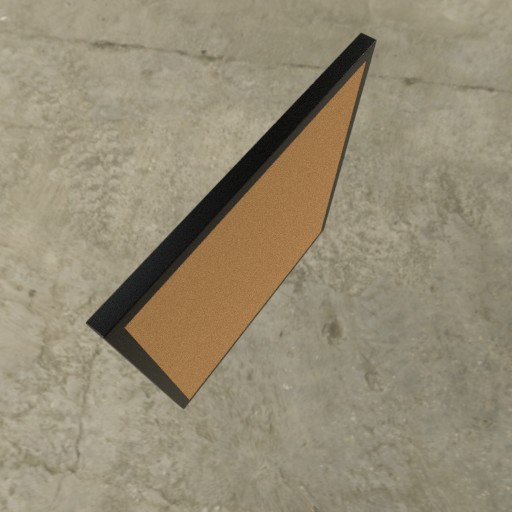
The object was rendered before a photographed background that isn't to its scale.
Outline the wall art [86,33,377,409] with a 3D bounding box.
[{"bbox_3d":[0.000,0.000,1.092,0.038,0.761,0.755,34,68,15],"label":"wall art"}]
